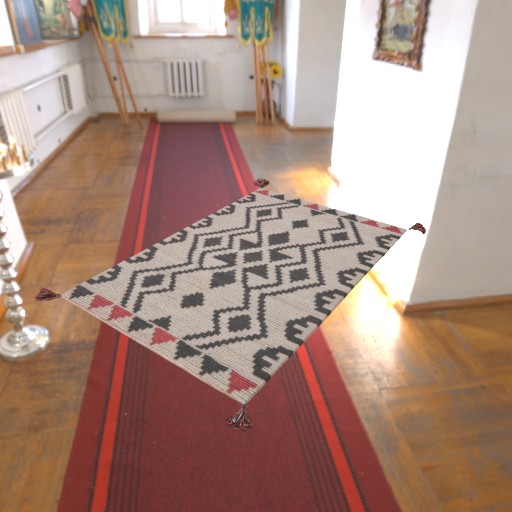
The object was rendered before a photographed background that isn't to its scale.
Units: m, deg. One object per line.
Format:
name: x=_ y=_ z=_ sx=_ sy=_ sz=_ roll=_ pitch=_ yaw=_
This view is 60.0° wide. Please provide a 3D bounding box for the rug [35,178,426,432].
rug: x=0.000 y=0.000 z=2.653 sx=1.444 sy=0.067 sz=2.069 roll=21 pitch=37 yaw=30
